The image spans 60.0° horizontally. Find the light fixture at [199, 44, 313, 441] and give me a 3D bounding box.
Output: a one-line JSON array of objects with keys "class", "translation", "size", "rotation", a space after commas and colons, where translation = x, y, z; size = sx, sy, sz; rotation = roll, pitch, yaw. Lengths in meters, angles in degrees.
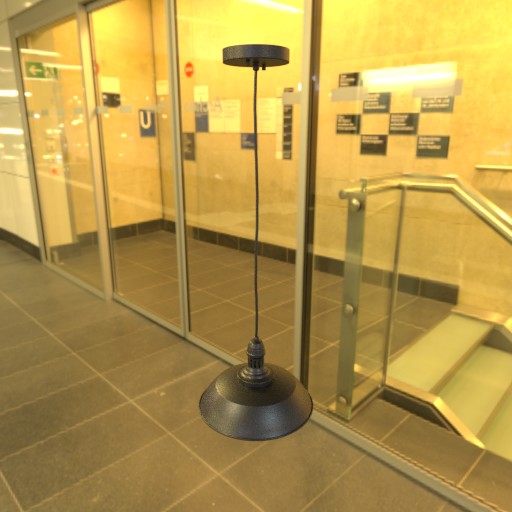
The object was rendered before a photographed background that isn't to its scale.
[{"class": "light fixture", "translation": [0.000, 0.000, 1.165], "size": [0.331, 0.993, 0.331], "rotation": [8, 18, 25]}]
